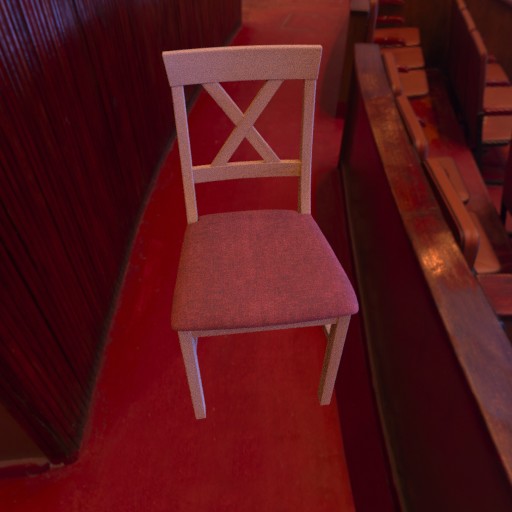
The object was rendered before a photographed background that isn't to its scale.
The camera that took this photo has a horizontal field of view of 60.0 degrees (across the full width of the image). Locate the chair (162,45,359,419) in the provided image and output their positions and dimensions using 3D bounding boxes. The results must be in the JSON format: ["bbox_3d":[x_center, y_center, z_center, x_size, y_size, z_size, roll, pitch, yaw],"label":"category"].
[{"bbox_3d":[0.000,0.000,1.188,0.439,0.912,0.492,-5,45,-5],"label":"chair"}]
